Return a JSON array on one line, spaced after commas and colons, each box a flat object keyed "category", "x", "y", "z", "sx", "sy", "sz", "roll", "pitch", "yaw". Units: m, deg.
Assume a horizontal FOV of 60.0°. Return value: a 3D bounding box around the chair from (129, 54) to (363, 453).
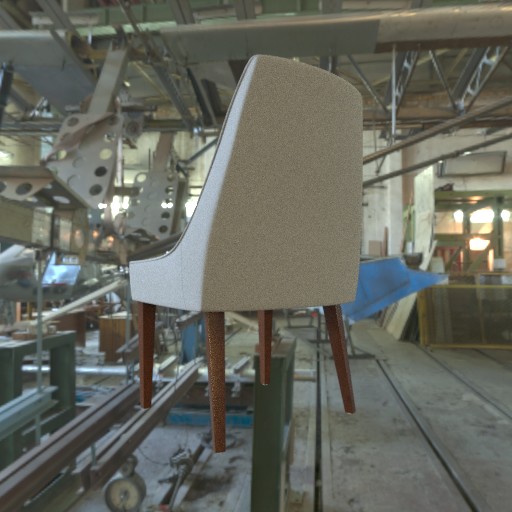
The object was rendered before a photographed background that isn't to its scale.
[{"category": "chair", "x": 0.000, "y": 0.000, "z": 1.223, "sx": 0.529, "sy": 0.861, "sz": 0.544, "roll": 1, "pitch": -2, "yaw": -37}]
